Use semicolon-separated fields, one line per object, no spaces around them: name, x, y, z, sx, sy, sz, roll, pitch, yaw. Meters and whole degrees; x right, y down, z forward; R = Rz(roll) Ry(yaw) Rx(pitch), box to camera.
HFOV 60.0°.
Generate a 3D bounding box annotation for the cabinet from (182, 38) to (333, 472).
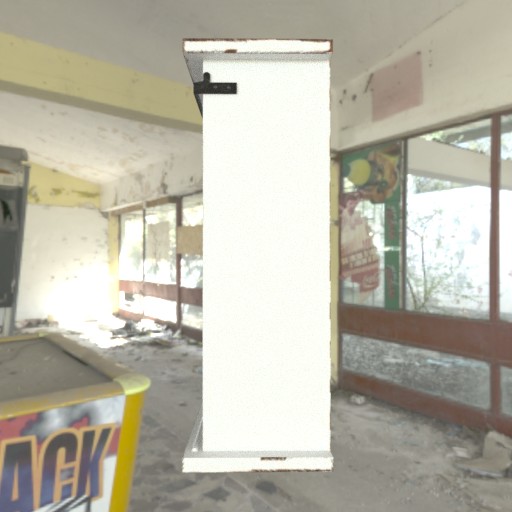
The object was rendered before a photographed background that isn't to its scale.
cabinet;0.000;0.000;0.886;0.210;0.603;0.541;0;0;-1
